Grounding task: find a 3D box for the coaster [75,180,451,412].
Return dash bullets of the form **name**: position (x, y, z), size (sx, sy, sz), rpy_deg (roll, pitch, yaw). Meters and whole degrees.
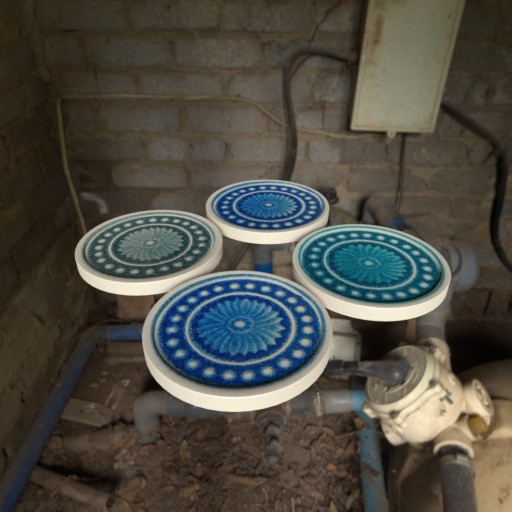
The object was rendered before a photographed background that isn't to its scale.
- **coaster**: position (0.000, 0.000, 0.325), size (0.220, 0.010, 0.224), rpy_deg (-22, 38, -30)
